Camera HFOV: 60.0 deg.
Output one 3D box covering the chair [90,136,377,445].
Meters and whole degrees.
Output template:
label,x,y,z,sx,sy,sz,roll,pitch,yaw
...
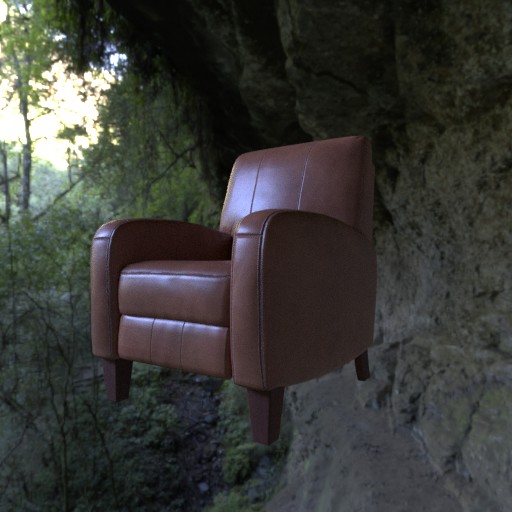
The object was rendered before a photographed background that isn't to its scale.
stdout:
label,x,y,z,sx,sy,sz,roll,pitch,yaw
chair,0.000,0.000,1.693,0.762,0.990,0.990,0,0,34
